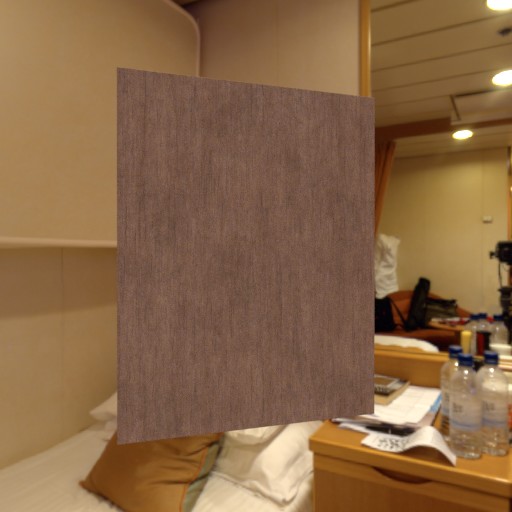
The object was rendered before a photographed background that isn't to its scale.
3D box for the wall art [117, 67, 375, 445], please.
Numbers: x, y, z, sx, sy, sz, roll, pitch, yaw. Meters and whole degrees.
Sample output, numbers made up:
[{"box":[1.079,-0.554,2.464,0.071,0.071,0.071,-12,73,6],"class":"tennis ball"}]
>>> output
[{"box":[0.000,0.000,0.892,0.534,0.686,0.018,0,0,-17],"class":"wall art"}]
